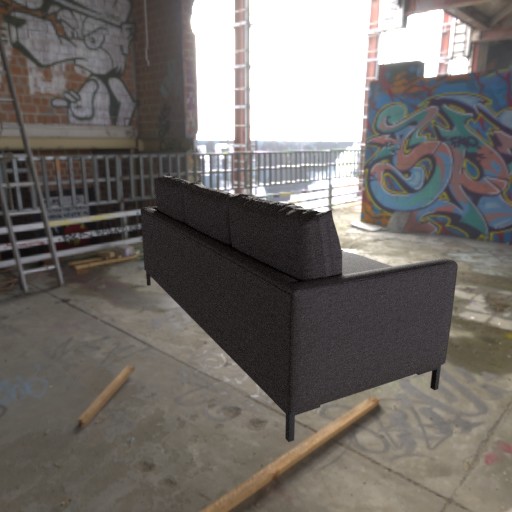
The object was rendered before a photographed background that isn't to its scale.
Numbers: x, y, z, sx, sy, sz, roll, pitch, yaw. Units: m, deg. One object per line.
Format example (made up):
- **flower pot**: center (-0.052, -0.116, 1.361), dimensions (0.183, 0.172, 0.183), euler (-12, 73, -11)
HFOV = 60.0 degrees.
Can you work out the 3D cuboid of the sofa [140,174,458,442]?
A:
- **sofa**: center (0.000, 0.000, 2.723), dimensions (0.876, 0.882, 2.253), euler (-7, 16, -27)
